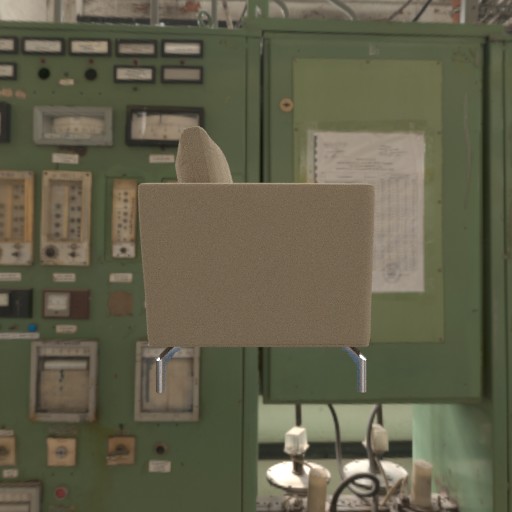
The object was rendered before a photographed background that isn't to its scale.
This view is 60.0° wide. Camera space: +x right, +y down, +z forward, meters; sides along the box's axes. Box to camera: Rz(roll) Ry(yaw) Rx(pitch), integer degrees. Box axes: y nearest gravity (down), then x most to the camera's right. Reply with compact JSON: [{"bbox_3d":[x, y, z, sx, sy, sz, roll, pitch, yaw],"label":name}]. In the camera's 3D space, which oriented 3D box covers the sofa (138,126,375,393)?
[{"bbox_3d":[0.000,0.000,2.669,0.868,1.005,2.214,0,-1,0],"label":"sofa"}]
